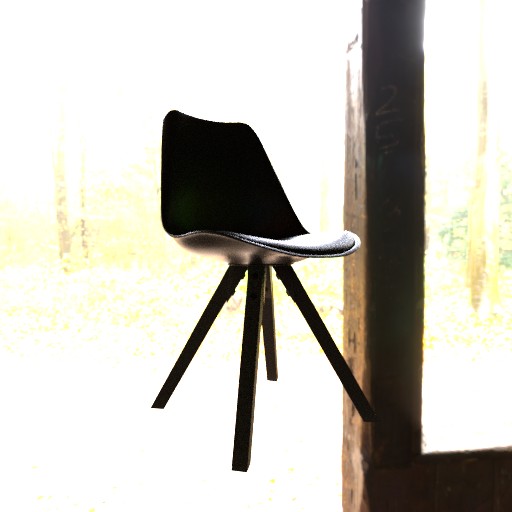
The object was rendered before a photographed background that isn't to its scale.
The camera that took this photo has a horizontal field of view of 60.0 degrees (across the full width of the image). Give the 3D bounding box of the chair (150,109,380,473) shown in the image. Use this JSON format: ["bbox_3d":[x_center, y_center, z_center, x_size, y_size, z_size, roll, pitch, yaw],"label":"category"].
[{"bbox_3d":[0.000,0.000,1.191,0.485,0.850,0.530,-1,3,-36],"label":"chair"}]
